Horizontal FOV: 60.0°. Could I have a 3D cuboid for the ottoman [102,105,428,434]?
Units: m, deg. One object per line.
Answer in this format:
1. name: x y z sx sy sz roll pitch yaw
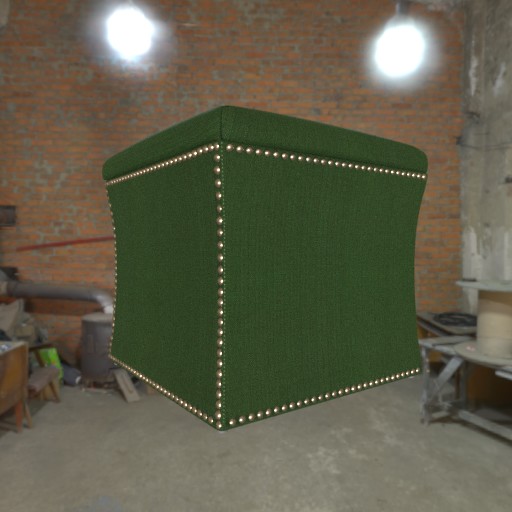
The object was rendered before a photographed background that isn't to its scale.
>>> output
1. ottoman: 0.000 0.000 0.916 0.497 0.475 0.507 -1 2 -36
